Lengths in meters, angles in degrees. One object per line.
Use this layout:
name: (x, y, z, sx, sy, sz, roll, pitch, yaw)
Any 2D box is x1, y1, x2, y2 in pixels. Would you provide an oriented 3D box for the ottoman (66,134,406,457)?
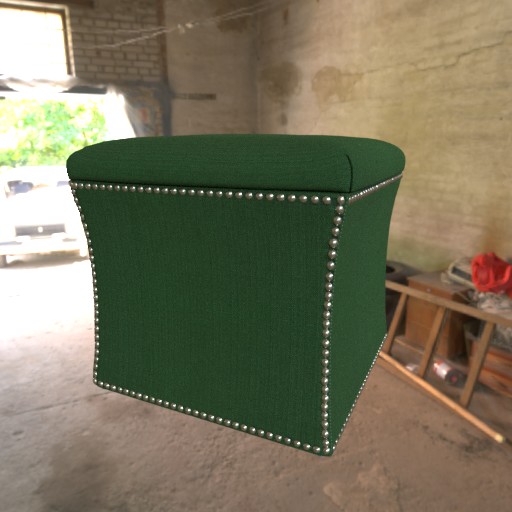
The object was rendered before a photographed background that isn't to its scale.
ottoman: (0.000, 0.000, 0.895, 0.507, 0.475, 0.497, 7, 16, 25)
